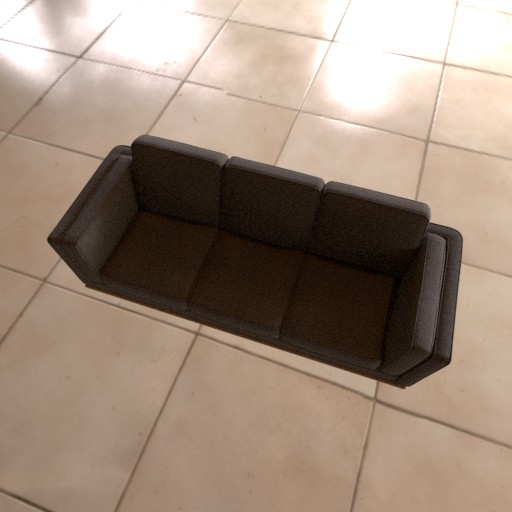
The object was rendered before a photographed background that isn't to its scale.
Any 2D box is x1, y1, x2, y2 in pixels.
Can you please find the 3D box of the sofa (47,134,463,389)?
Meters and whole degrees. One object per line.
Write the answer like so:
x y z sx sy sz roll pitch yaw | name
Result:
0.000 0.000 2.832 2.362 0.899 0.903 16 59 10 | sofa
